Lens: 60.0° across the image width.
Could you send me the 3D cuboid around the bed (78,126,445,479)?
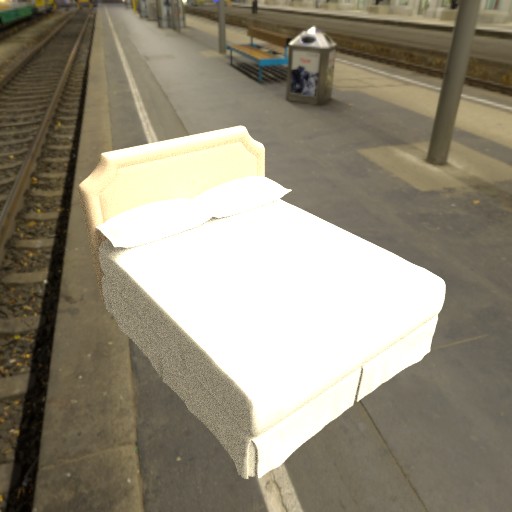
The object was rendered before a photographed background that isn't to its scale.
[{"bbox_3d":[0.000,0.000,3.874,2.134,1.524,2.548,-22,37,-32],"label":"bed"}]
